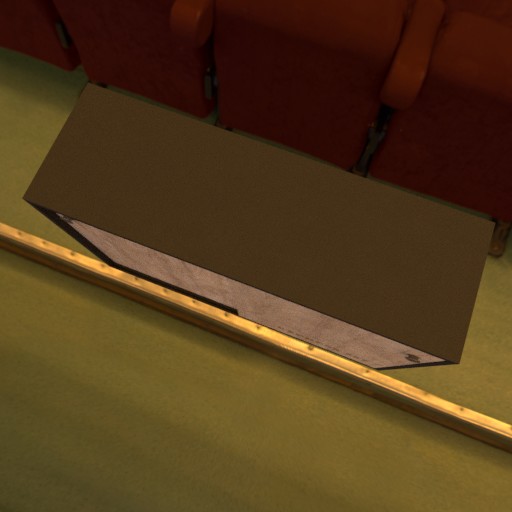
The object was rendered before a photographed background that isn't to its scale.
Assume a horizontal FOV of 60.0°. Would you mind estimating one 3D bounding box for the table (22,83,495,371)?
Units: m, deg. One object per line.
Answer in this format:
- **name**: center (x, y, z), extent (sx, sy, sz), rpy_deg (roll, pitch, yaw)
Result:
- **table**: center (0.000, 0.000, 1.589), extent (1.200, 0.855, 0.400), rpy_deg (20, 75, 6)
